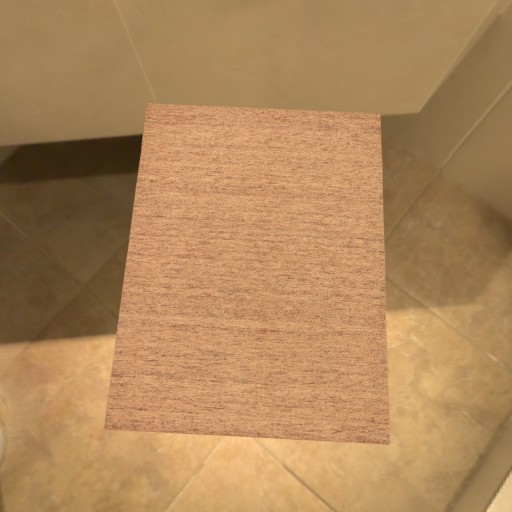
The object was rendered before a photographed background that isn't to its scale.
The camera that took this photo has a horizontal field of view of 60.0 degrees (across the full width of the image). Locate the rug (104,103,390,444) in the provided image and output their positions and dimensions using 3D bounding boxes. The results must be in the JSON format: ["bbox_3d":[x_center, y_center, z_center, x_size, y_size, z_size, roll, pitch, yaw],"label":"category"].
[{"bbox_3d":[0.000,0.000,4.208,2.448,0.013,3.205,3,74,1],"label":"rug"}]
